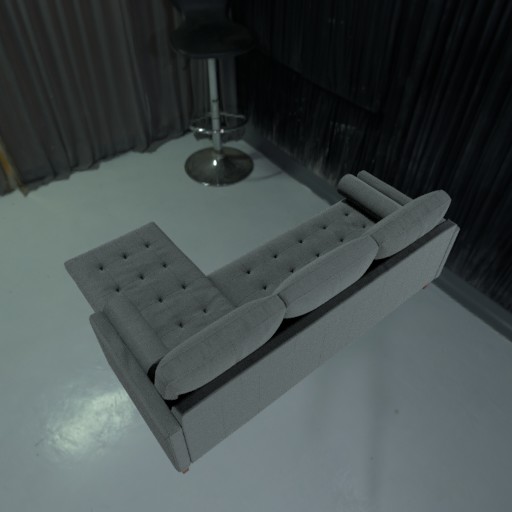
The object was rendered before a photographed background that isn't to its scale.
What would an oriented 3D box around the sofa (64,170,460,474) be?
[{"bbox_3d":[0.000,0.000,2.897,2.178,0.876,1.506,-30,52,-26],"label":"sofa"}]
